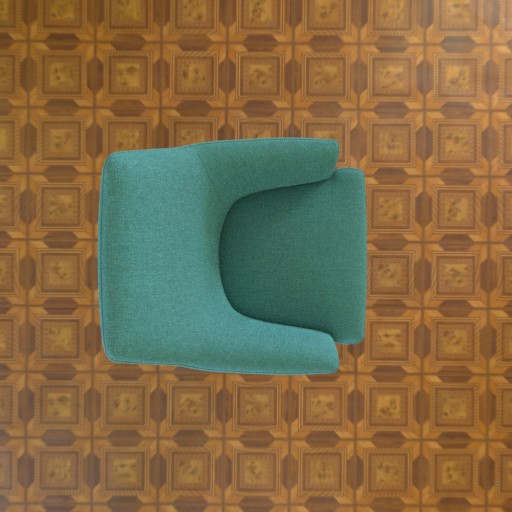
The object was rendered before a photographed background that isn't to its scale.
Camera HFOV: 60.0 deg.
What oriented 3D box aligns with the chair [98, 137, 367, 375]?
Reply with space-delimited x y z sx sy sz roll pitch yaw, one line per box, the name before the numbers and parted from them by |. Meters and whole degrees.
chair | 0.000 0.000 1.353 0.677 0.874 0.642 0 90 0
